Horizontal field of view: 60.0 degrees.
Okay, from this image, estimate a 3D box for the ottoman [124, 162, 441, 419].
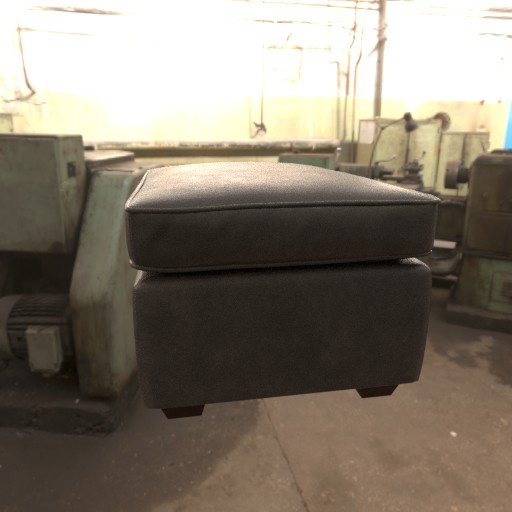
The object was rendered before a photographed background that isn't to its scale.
[{"bbox_3d":[0.000,0.000,1.119,0.554,0.445,0.756,-3,16,-10],"label":"ottoman"}]
